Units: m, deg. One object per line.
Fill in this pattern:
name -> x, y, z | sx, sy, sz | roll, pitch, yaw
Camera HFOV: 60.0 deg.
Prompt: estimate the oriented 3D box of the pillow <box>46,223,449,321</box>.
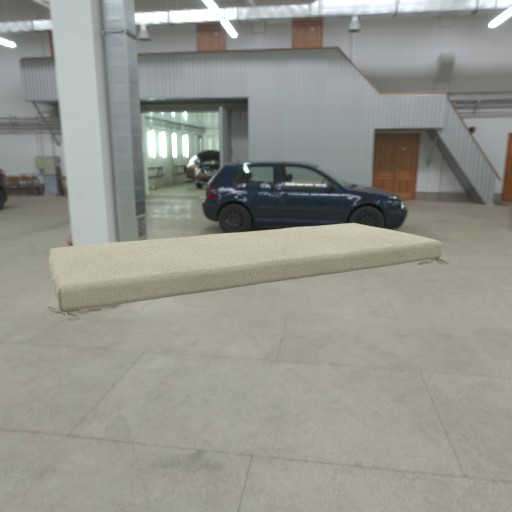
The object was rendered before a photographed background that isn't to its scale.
pillow -> 0.000, 0.000, 1.362 | 1.187, 0.081, 0.492 | -6, 14, -26
